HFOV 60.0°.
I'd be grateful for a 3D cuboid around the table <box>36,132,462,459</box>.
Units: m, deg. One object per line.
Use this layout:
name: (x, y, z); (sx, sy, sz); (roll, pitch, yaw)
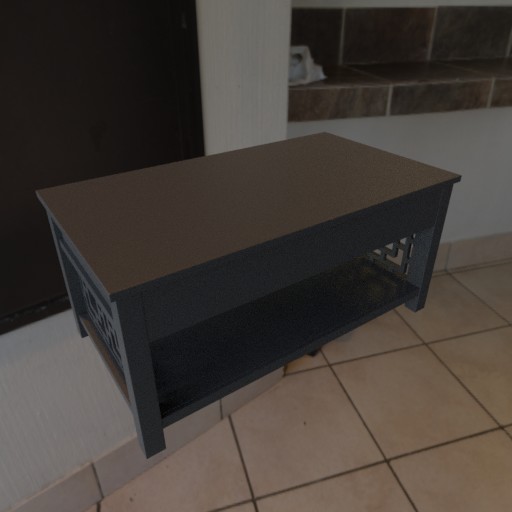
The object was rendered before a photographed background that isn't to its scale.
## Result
table: (0.000, 0.000, 1.398); (1.068, 0.493, 0.612); (-19, 36, -30)
